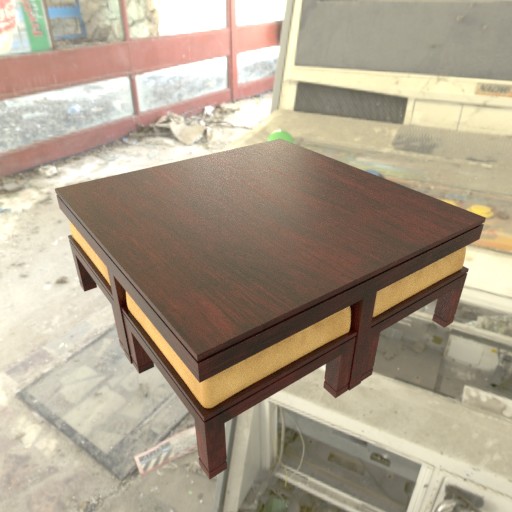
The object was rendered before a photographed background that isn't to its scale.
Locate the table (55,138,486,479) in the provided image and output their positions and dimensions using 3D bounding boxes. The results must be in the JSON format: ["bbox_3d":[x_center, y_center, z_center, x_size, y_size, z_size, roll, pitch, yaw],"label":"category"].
[{"bbox_3d":[0.000,0.000,1.339,0.865,0.356,0.865,-21,37,-30],"label":"table"}]
